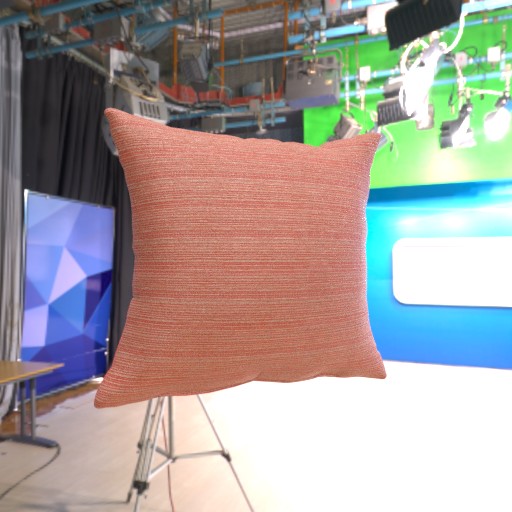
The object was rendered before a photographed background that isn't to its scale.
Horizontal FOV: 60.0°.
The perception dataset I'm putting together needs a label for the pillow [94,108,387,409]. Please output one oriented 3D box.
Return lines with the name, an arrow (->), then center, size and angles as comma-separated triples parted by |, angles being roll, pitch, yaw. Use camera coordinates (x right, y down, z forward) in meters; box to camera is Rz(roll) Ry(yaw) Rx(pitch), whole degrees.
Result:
pillow -> 0.000, 0.000, 0.816 | 0.559, 0.501, 0.229 | 0, 0, -19
